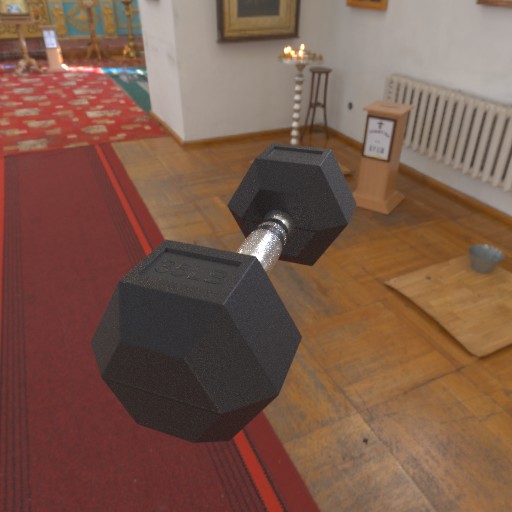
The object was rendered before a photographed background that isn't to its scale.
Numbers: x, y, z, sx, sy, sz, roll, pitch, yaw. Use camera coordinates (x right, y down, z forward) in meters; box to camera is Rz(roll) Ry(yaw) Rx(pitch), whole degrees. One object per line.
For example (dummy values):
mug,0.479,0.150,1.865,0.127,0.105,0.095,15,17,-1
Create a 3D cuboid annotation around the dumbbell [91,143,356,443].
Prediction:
dumbbell,0.000,0.000,0.420,0.141,0.123,0.356,11,33,17
